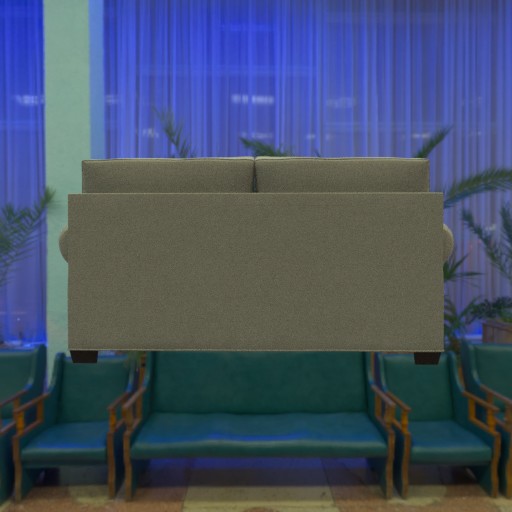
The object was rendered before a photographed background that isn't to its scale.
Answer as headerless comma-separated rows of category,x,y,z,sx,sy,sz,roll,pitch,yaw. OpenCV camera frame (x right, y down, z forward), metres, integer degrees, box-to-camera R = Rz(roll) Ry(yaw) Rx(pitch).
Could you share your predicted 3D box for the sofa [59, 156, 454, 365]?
sofa,0.000,0.000,2.329,1.774,0.933,0.861,0,1,1
